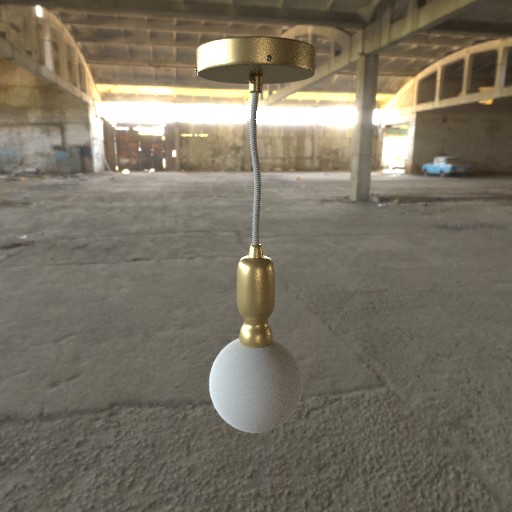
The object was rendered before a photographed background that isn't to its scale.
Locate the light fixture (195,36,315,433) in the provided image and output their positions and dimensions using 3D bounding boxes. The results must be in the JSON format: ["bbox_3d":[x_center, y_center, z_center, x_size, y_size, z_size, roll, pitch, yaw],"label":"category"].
[{"bbox_3d":[0.000,0.000,0.594,0.147,0.510,0.146,-2,13,-11],"label":"light fixture"}]
